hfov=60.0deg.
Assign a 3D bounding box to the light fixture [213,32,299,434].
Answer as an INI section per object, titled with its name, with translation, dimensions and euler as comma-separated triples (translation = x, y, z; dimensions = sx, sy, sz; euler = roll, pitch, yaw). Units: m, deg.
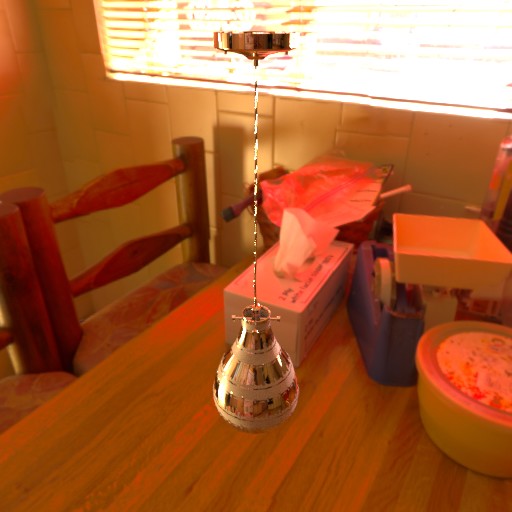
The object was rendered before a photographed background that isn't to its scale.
[light fixture]
translation = 0.000, 0.000, 1.617
dimensions = 0.374, 1.457, 0.374
euler = 1, 28, 2
